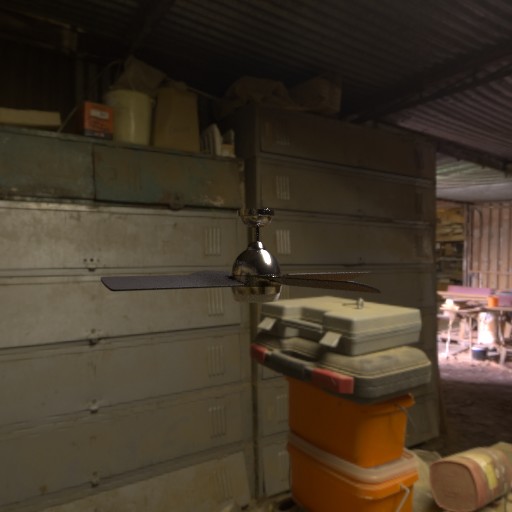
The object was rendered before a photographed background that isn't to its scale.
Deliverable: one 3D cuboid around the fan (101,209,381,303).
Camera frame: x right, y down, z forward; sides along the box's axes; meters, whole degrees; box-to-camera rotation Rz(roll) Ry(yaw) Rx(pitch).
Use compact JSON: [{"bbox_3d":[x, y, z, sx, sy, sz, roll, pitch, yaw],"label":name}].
[{"bbox_3d":[0.000,0.000,1.984,1.332,0.403,1.332,0,0,-32],"label":"fan"}]
